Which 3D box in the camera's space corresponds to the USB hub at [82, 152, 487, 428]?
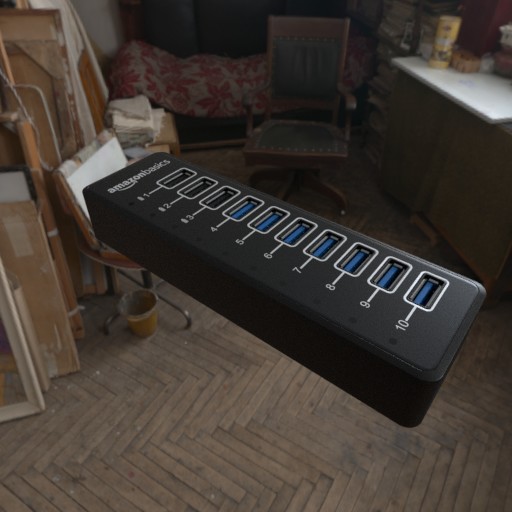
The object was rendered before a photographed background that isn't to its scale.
[{"bbox_3d":[0.000,0.000,0.161,0.145,0.023,0.044,27,47,28],"label":"USB hub"}]
